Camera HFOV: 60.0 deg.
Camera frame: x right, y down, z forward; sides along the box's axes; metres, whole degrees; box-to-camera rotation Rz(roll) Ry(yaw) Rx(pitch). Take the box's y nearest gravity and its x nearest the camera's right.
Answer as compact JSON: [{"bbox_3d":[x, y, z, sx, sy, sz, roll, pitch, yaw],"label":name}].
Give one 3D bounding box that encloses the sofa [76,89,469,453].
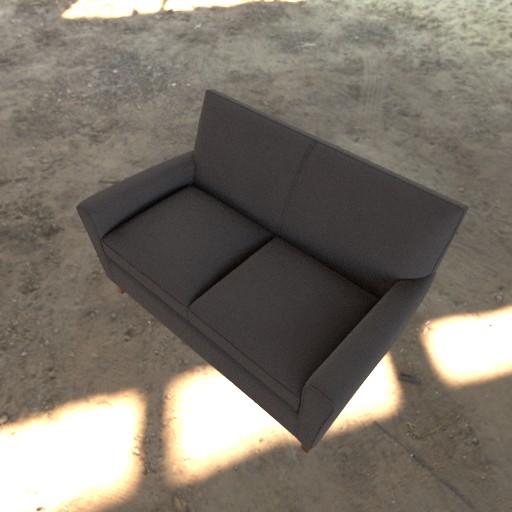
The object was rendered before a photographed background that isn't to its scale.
[{"bbox_3d":[0.000,0.000,2.021,1.420,0.846,0.871,33,56,26],"label":"sofa"}]
